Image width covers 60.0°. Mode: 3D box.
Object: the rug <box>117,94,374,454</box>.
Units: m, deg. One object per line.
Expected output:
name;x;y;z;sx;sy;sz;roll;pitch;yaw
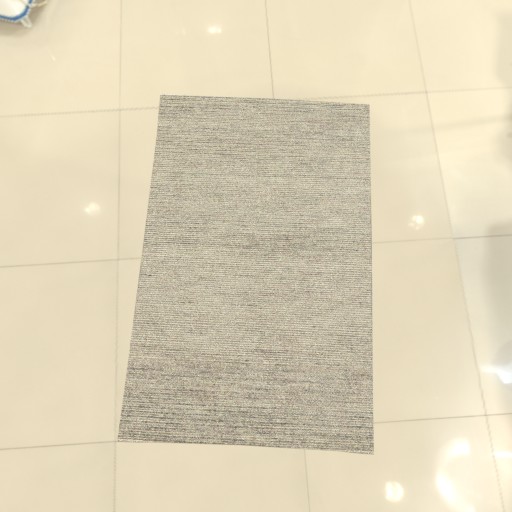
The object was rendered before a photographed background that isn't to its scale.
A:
rug;0.000;0.000;2.223;1.162;0.022;1.804;3;75;1
